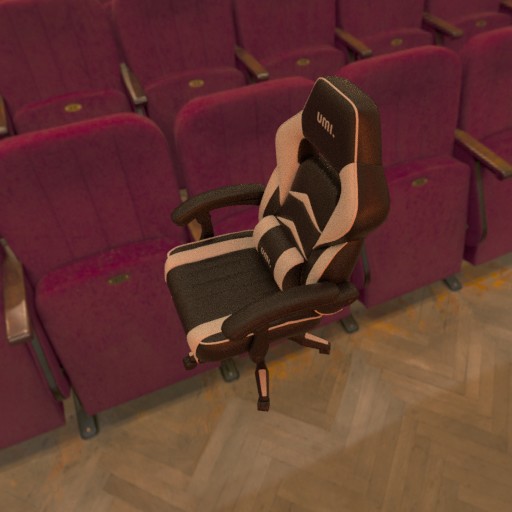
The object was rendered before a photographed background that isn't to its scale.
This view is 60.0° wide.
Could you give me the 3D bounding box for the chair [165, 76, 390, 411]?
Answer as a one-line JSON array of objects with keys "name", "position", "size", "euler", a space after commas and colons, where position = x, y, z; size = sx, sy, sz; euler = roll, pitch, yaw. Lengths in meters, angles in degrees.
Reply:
[{"name": "chair", "position": [0.000, 0.000, 1.656], "size": [0.700, 1.200, 0.676], "euler": [-18, 50, -16]}]
